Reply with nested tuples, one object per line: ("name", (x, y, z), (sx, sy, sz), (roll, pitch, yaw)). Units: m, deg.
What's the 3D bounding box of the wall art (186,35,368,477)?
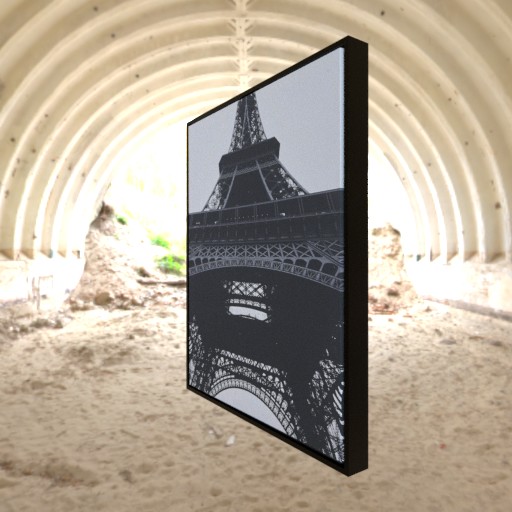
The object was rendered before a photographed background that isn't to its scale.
("wall art", (0.000, 0.000, 0.749), (0.039, 0.553, 0.451), (0, 0, -35))
